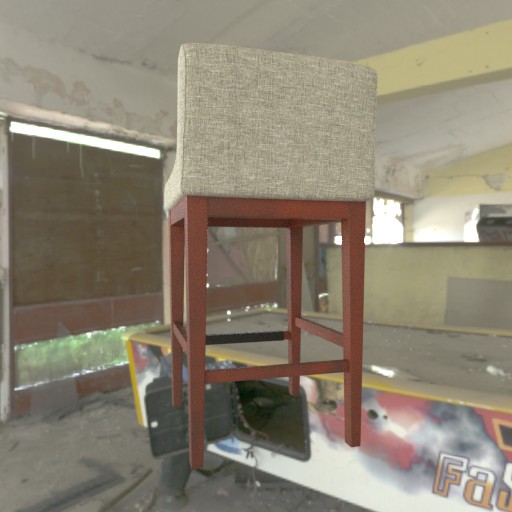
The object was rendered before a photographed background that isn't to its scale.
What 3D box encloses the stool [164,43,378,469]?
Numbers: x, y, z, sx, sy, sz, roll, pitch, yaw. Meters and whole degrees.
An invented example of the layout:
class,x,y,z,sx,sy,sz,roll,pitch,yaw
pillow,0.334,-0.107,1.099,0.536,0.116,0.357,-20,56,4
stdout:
class,x,y,z,sx,sy,sz,roll,pitch,yaw
stool,0.000,0.000,1.097,0.417,0.835,0.459,0,1,-16
